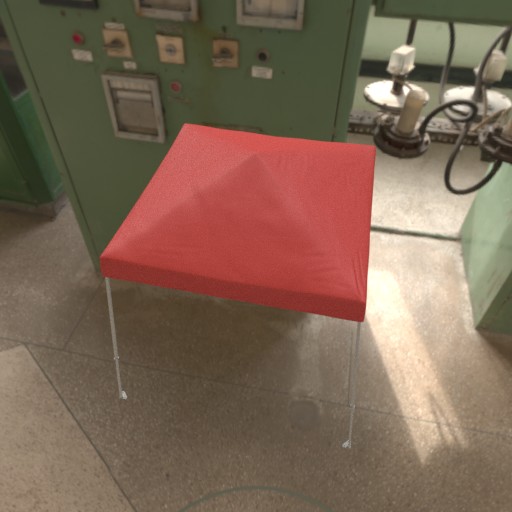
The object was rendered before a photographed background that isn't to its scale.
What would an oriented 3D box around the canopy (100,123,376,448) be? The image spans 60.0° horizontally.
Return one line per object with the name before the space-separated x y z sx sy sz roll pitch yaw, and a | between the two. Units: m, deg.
canopy | 0.000 0.000 6.590 3.599 3.600 3.600 9 47 9
